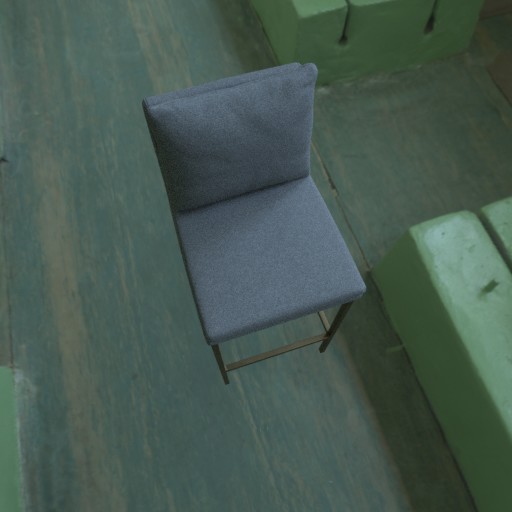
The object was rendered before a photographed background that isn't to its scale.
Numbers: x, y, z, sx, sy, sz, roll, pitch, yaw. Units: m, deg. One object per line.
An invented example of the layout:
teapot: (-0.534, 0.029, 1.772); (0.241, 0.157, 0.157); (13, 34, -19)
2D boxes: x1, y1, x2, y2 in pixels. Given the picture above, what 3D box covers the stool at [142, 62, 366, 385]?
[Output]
stool: (0.000, 0.000, 1.474); (0.463, 1.130, 0.569); (-16, 65, -8)
